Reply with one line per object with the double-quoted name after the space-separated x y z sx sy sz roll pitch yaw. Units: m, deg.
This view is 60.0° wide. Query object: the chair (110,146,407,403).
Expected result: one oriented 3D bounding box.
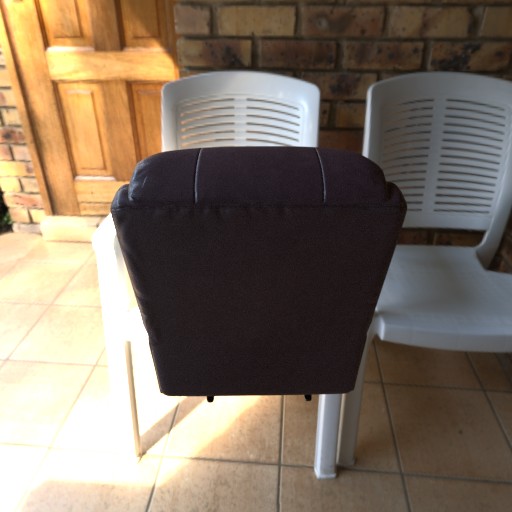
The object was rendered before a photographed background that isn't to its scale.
0.000 0.000 1.744 0.838 1.054 1.014 -1 31 -1 "chair"
